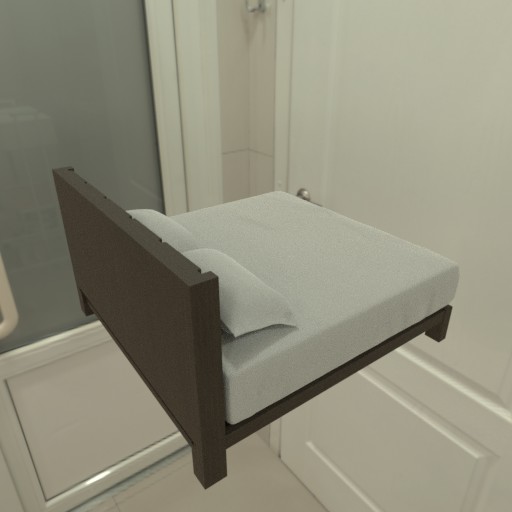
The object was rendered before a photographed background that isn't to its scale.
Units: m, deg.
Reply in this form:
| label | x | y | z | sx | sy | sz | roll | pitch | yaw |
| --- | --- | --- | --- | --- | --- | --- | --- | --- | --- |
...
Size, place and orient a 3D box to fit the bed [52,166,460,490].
| label | x | y | z | sx | sy | sz | roll | pitch | yaw |
| --- | --- | --- | --- | --- | --- | --- | --- | --- | --- |
| bed | 0.000 | 0.000 | 3.436 | 2.238 | 1.261 | 2.143 | -18 | 32 | -32 |
